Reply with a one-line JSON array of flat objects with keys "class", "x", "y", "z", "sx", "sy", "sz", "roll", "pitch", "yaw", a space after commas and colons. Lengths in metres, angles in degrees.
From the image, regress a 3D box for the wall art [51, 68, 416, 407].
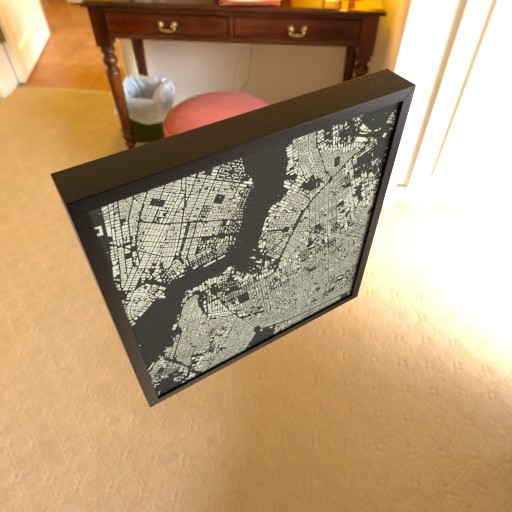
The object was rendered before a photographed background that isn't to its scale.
[{"class": "wall art", "x": 0.000, "y": 0.000, "z": 0.448, "sx": 0.299, "sy": 0.299, "sz": 0.037, "roll": -24, "pitch": 52, "yaw": -20}]
